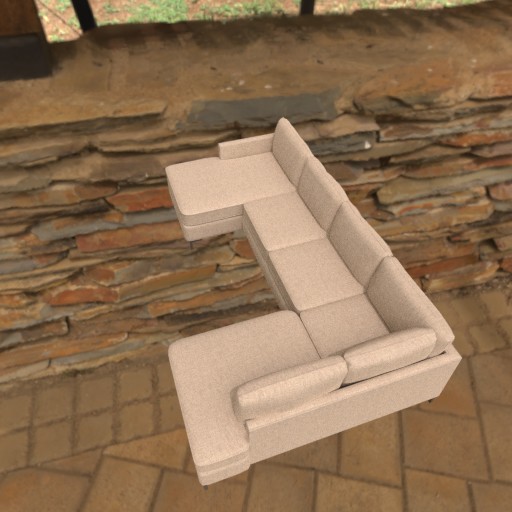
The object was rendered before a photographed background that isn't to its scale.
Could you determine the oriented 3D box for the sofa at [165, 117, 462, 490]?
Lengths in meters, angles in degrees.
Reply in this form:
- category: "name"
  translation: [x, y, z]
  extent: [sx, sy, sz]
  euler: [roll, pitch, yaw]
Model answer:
- category: "sofa"
  translation: [0.000, 0.000, 4.245]
  extent: [2.021, 0.996, 3.423]
  euler: [-14, 48, -13]
